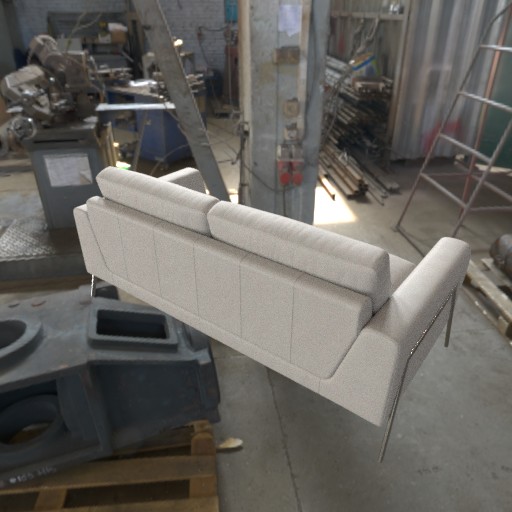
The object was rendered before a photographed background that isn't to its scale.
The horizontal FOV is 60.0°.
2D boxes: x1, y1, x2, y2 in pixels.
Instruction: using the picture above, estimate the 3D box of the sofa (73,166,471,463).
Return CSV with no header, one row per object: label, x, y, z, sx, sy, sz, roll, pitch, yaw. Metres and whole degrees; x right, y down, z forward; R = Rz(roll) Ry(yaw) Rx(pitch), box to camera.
sofa,0.000,0.000,2.484,2.017,0.875,0.953,20,35,32
